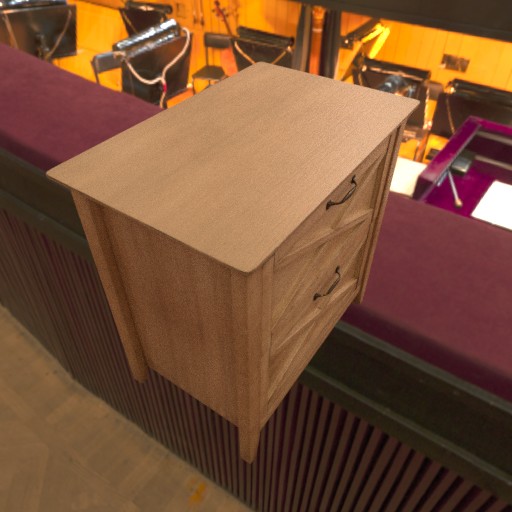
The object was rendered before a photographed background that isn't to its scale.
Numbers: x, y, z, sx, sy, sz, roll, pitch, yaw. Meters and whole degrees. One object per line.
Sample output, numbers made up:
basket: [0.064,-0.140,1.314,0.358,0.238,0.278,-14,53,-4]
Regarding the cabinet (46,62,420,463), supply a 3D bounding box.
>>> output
cabinet: [0.000,0.000,1.262,0.503,0.762,0.763,25,48,25]
